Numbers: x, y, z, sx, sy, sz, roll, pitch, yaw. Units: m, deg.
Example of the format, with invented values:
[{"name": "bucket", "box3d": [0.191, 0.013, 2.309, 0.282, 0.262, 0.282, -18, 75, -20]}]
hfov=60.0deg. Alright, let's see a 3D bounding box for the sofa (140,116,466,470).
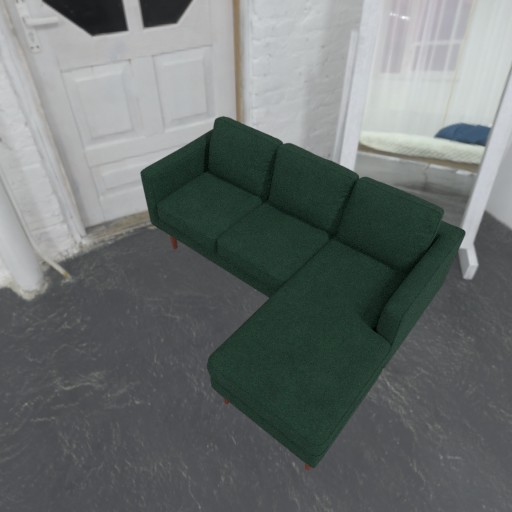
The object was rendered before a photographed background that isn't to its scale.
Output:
[{"name": "sofa", "box3d": [0.000, 0.000, 2.866, 2.030, 0.899, 1.580, 30, 53, 26]}]
